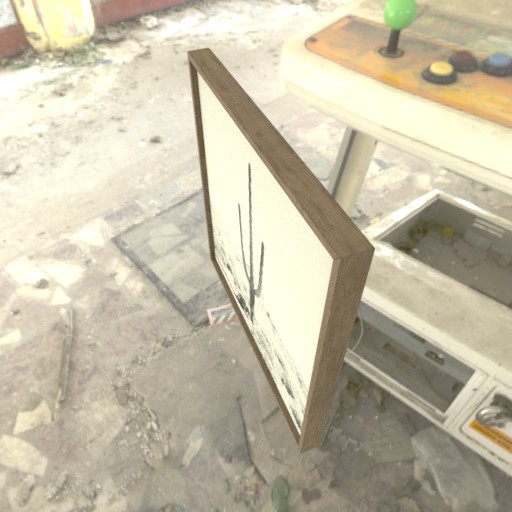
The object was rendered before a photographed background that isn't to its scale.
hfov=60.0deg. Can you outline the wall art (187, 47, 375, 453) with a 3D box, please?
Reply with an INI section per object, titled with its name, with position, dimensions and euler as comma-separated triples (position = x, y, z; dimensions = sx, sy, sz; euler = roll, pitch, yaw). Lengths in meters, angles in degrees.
[wall art]
position = 0.000, 0.000, 0.765
dimensions = 0.038, 0.508, 0.508
euler = -17, 49, -15
